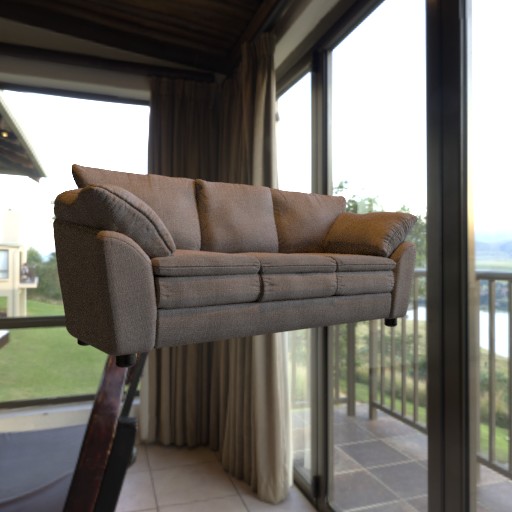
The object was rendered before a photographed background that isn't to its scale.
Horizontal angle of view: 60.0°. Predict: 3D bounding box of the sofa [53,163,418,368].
[{"bbox_3d":[0.000,0.000,2.828,2.334,0.996,0.878,0,0,-37],"label":"sofa"}]
